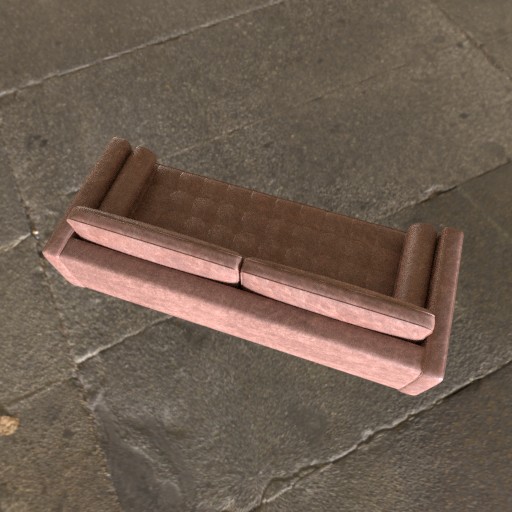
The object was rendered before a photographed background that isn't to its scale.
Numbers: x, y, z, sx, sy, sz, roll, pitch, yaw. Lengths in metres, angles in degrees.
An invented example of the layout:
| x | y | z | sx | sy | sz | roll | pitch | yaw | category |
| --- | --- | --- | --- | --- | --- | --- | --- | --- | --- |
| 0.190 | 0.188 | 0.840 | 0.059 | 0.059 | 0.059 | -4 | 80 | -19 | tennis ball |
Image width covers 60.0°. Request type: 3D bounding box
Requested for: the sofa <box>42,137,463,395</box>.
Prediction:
| x | y | z | sx | sy | sz | roll | pitch | yaw | category |
| --- | --- | --- | --- | --- | --- | --- | --- | --- | --- |
| 0.000 | 0.000 | 2.640 | 2.210 | 0.762 | 0.914 | 17 | 65 | 8 | sofa |
